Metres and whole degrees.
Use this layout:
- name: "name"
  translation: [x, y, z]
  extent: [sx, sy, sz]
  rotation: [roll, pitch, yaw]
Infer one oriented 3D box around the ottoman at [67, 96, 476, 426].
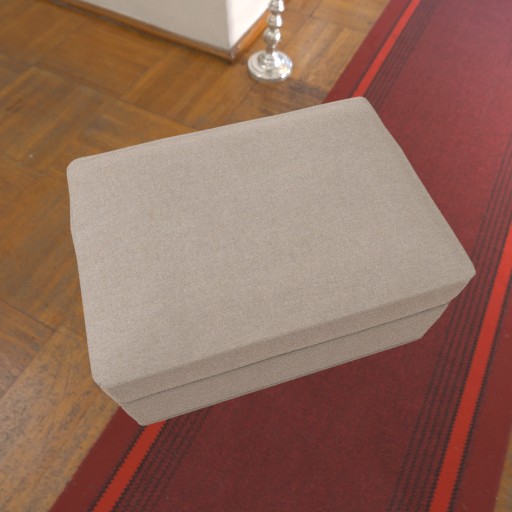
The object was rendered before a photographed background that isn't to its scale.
- name: "ottoman"
  translation: [0.000, 0.000, 1.220]
  extent: [0.846, 0.503, 0.617]
  rotation: [-15, 61, -9]
